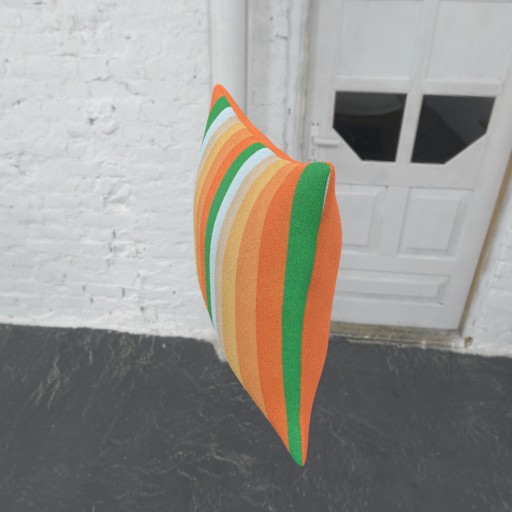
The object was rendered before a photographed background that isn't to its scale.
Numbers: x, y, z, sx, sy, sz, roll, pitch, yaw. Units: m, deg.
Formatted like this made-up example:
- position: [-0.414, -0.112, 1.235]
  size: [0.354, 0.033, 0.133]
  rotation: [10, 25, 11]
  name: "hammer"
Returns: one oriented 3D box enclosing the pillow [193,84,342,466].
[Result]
- position: [0.000, 0.000, 0.696]
  size: [0.169, 0.444, 0.453]
  rotation: [-9, 32, -15]
  name: "pillow"
